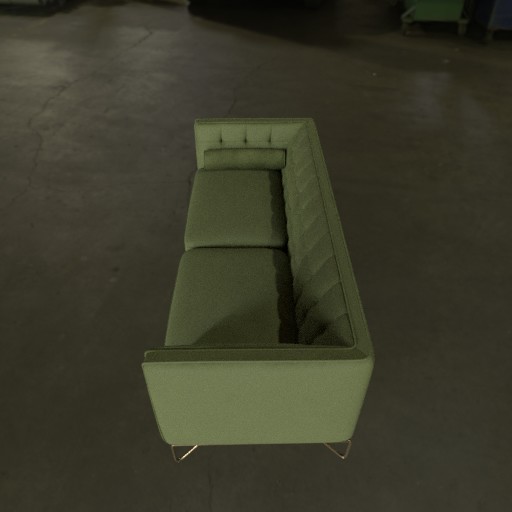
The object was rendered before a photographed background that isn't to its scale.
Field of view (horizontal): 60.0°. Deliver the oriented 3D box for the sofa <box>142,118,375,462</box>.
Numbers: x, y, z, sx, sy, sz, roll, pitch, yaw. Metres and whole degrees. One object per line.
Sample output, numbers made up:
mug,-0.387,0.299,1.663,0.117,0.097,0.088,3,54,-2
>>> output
sofa,0.000,0.000,2.591,0.867,0.789,2.087,0,41,0
